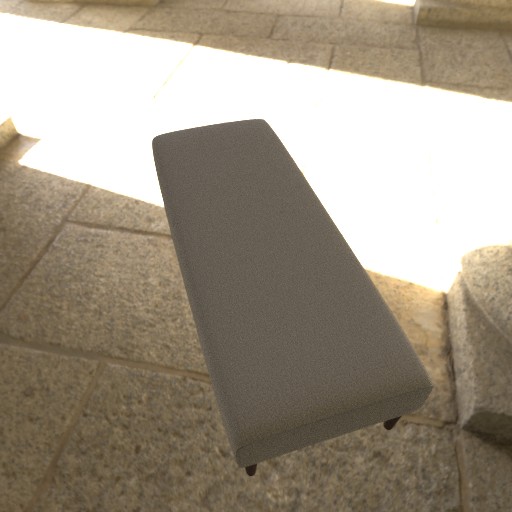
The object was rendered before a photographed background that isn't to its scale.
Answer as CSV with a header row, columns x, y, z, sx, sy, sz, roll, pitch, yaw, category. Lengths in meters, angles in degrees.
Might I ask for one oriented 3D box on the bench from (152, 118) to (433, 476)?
x,y,z,sx,sy,sz,roll,pitch,yaw,category
0.000,0.000,1.876,0.646,0.393,1.609,-13,48,-12,bench
